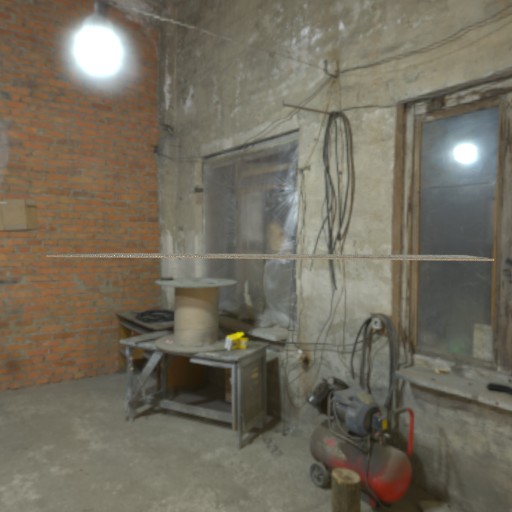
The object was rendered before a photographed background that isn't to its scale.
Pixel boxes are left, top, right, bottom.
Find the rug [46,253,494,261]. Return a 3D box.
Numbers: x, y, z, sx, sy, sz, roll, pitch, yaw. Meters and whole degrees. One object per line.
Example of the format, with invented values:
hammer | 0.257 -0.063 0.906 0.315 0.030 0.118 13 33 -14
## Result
rug | 0.000 0.000 2.410 2.196 0.011 0.662 0 1 17
